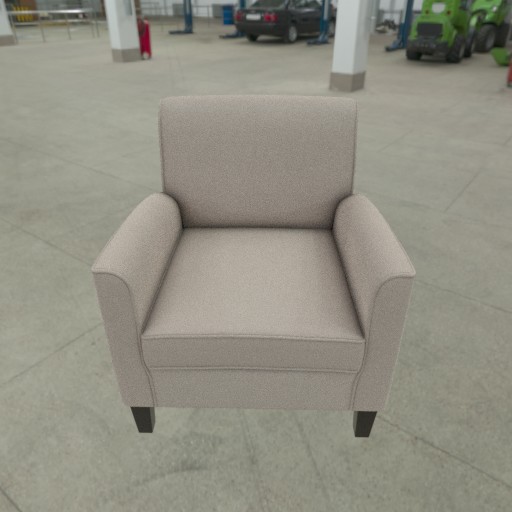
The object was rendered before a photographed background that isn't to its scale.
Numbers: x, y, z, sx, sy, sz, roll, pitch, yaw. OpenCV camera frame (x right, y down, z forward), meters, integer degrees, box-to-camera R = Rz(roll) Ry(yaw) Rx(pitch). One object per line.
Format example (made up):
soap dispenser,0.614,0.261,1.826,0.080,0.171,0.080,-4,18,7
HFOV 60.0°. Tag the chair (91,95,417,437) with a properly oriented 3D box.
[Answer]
chair,0.000,0.000,1.526,0.820,0.915,0.820,1,31,1
